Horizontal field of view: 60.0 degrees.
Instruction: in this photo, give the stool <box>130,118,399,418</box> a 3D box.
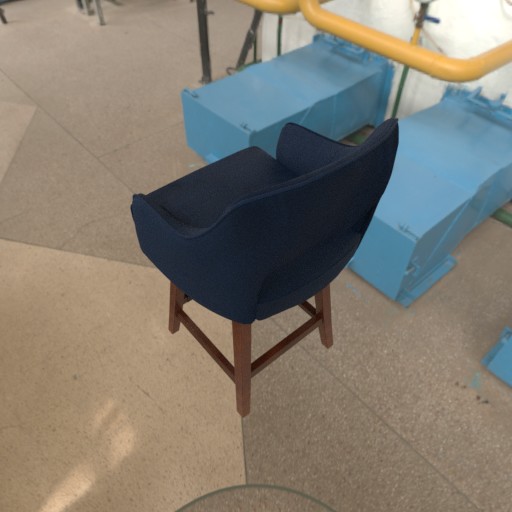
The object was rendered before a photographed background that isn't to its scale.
[{"bbox_3d":[0.000,0.000,1.271,0.550,0.940,0.560,-32,55,-26],"label":"stool"}]
